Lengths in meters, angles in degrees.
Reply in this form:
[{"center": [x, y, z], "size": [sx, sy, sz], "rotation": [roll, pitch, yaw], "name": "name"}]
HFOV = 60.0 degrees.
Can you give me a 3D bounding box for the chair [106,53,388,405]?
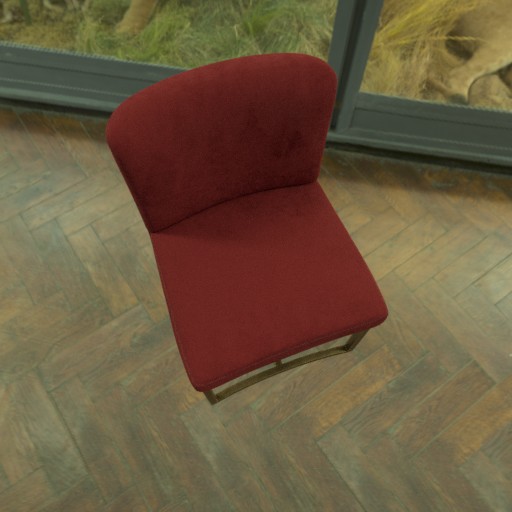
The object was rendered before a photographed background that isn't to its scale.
[{"center": [0.000, 0.000, 1.180], "size": [0.530, 0.824, 0.560], "rotation": [-19, 66, -9], "name": "chair"}]
